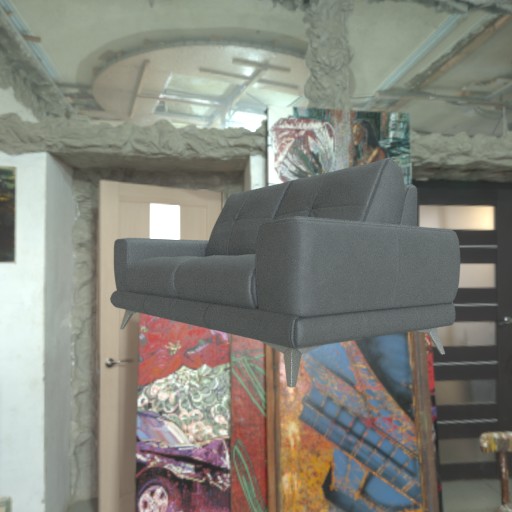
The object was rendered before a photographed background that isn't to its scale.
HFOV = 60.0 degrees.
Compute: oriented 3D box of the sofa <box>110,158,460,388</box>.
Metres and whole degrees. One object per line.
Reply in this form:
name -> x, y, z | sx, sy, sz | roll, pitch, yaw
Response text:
sofa -> 0.000, 0.000, 2.407 | 1.018, 0.907, 1.806 | 1, -1, -36
